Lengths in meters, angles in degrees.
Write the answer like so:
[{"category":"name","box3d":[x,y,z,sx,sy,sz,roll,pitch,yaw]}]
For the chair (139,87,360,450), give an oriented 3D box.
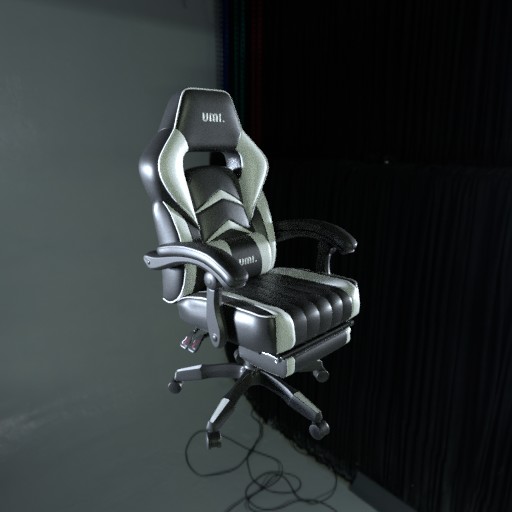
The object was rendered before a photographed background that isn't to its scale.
[{"category":"chair","box3d":[0.000,0.000,1.640,0.676,1.200,0.700,-15,21,-43]}]
